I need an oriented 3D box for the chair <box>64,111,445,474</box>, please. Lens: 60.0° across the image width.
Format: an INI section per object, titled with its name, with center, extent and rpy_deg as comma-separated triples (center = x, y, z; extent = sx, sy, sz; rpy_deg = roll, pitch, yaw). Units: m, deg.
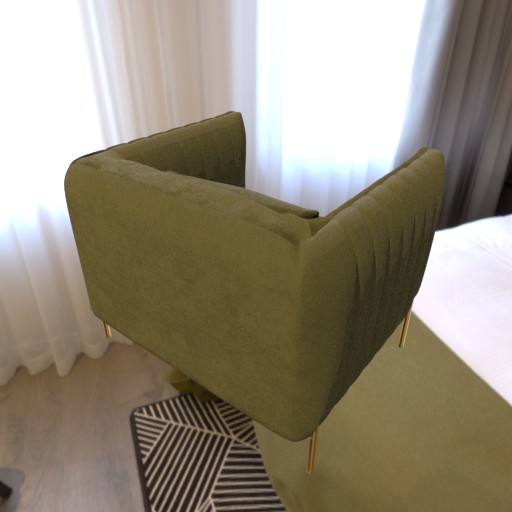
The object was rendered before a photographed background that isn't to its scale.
[chair]
center = 0.000, 0.000, 1.623
extent = 1.032, 0.794, 0.877
rpy_deg = 22, 37, 32
